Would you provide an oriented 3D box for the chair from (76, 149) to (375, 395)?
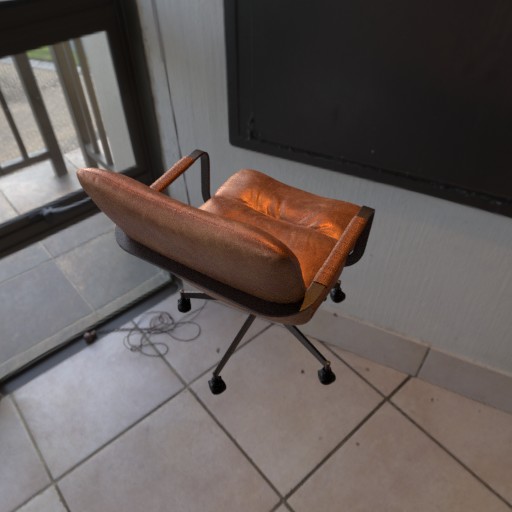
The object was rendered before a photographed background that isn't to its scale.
[{"bbox_3d":[0.000,0.000,1.483,0.727,0.922,0.754,23,49,21],"label":"chair"}]
